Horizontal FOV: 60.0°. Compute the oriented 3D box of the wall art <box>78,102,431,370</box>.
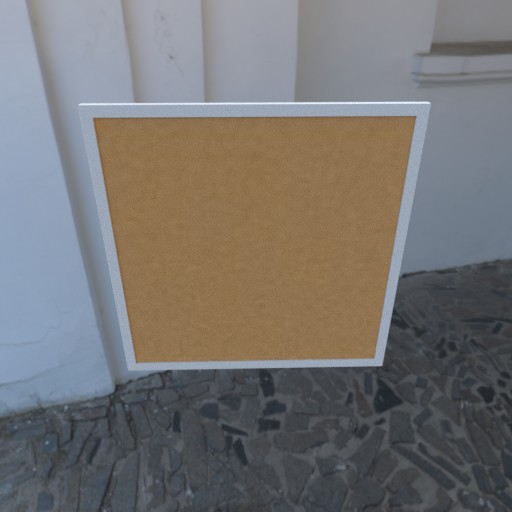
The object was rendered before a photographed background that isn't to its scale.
[{"bbox_3d":[0.000,0.000,0.691,0.457,0.457,0.012,-1,29,-1],"label":"wall art"}]
